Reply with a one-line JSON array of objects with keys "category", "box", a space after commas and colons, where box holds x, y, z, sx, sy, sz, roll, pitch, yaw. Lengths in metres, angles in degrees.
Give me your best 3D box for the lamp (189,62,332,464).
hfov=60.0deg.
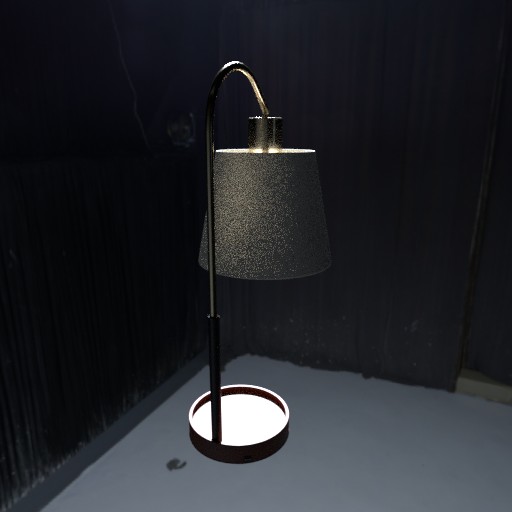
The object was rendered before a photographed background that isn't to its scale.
[{"category": "lamp", "box": [0.000, 0.000, 0.678, 0.211, 0.536, 0.273, 8, 17, 26]}]
